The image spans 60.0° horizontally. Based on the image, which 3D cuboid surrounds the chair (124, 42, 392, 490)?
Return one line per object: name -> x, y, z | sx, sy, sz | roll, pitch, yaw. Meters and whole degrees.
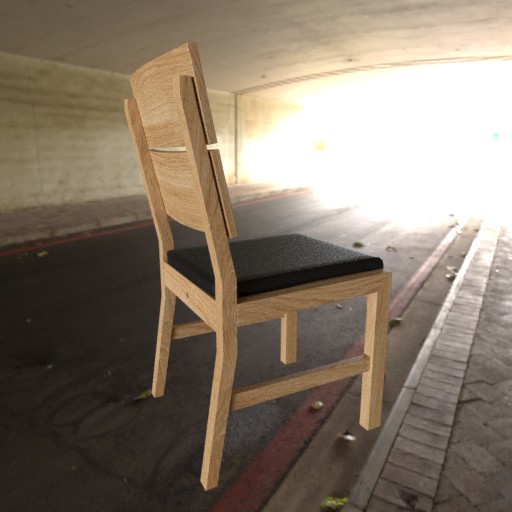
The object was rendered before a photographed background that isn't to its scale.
chair -> 0.000, 0.000, 1.224 | 0.569, 0.950, 0.475 | -7, 15, -27
